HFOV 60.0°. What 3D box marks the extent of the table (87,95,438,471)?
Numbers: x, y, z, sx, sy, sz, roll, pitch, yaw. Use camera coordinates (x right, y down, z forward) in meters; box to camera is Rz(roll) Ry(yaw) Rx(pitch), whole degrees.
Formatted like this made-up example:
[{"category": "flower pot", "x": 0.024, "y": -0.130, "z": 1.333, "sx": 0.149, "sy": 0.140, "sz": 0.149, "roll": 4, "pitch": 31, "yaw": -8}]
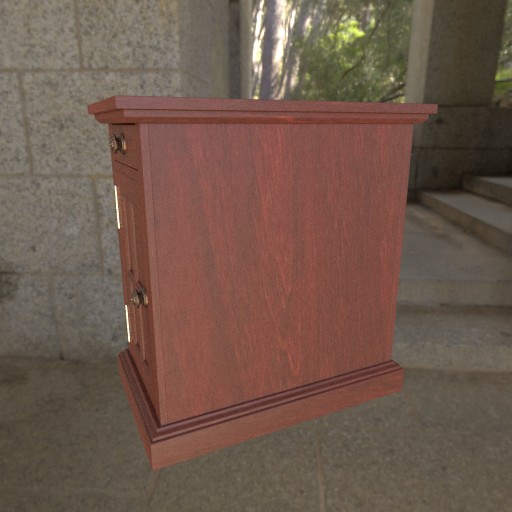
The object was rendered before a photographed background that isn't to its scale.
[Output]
[{"category": "table", "x": 0.000, "y": 0.000, "z": 0.947, "sx": 0.584, "sy": 0.612, "sz": 0.356, "roll": -8, "pitch": 18, "yaw": -25}]
